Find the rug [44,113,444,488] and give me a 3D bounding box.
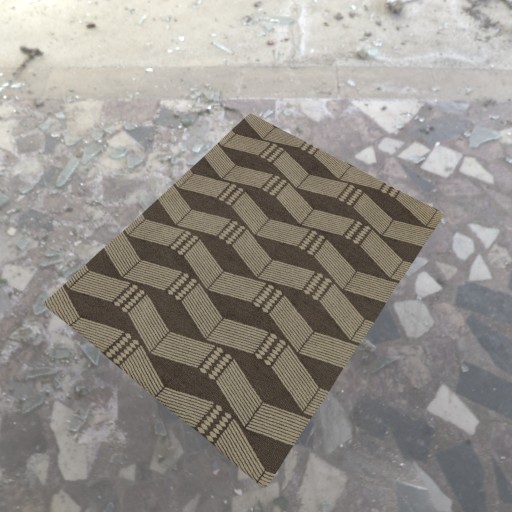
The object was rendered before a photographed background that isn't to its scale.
[{"bbox_3d":[0.000,0.000,4.171,2.438,0.016,3.048,33,64,18],"label":"rug"}]
